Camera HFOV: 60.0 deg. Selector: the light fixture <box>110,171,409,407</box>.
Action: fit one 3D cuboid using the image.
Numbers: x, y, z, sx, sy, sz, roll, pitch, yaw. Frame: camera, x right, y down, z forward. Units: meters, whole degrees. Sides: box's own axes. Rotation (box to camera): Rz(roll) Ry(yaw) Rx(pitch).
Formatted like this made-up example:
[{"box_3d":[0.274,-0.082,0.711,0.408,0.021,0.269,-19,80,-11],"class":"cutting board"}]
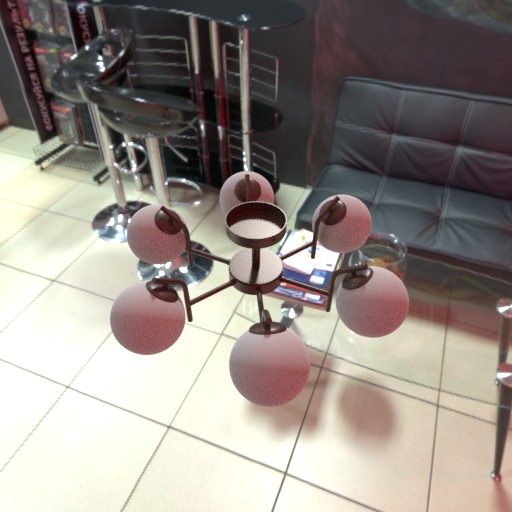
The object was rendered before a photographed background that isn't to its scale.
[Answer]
[{"box_3d":[0.000,0.000,0.965,0.662,0.201,0.662,0,42,0],"class":"light fixture"}]
